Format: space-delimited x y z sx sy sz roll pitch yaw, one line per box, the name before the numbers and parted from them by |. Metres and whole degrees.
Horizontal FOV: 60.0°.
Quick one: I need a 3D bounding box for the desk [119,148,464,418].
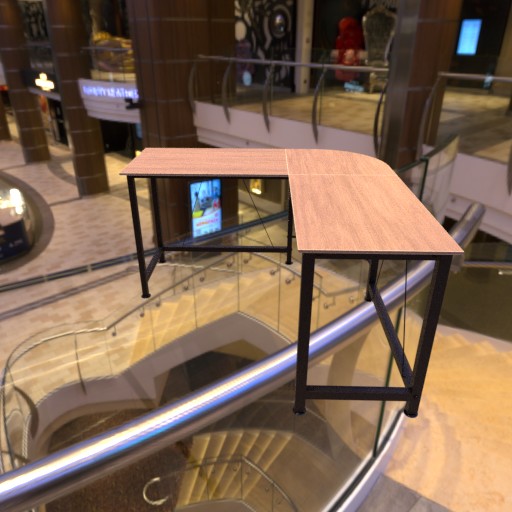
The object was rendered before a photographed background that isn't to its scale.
desk | 0.000 0.000 2.261 1.400 0.762 1.400 1 27 2
